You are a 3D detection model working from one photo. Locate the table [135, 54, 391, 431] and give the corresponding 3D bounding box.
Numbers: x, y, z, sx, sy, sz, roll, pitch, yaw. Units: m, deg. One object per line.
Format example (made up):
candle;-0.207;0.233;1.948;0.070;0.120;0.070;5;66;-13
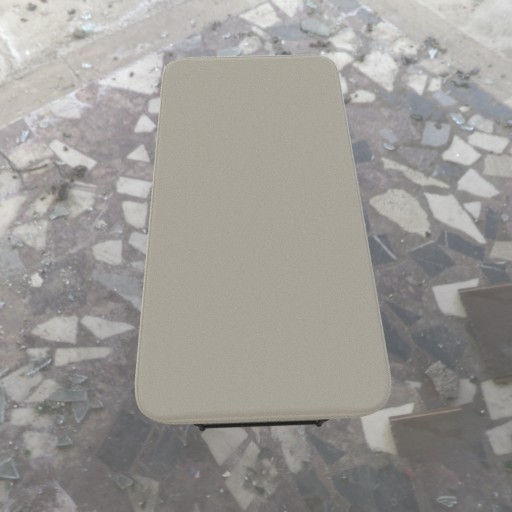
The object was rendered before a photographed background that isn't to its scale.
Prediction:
table;0.000;0.000;1.616;0.610;0.737;1.219;-2;63;-1
